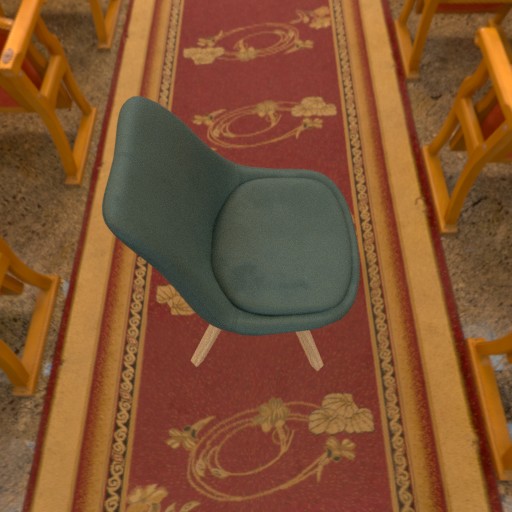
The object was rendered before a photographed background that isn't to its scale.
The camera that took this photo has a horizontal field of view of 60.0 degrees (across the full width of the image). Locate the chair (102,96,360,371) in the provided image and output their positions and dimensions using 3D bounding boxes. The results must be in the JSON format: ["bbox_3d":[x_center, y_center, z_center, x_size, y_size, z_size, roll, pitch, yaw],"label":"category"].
[{"bbox_3d":[0.000,0.000,1.206,0.547,0.865,0.483,0,64,0],"label":"chair"}]
